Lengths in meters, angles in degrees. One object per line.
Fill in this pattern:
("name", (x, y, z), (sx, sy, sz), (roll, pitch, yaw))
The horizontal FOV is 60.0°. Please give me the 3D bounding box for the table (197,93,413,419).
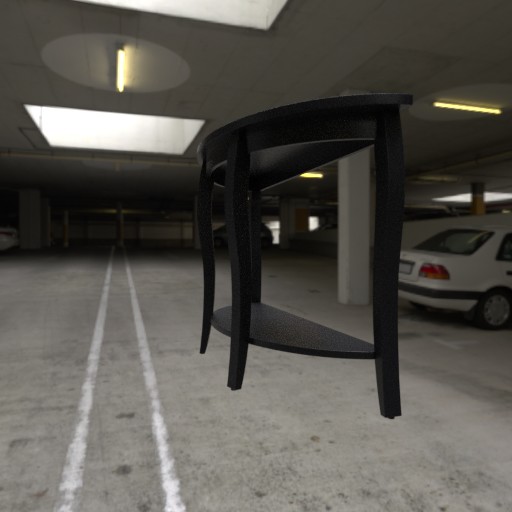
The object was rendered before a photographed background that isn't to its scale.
("table", (0.000, 0.000, 1.576), (0.394, 0.780, 1.219), (0, 1, -17))
